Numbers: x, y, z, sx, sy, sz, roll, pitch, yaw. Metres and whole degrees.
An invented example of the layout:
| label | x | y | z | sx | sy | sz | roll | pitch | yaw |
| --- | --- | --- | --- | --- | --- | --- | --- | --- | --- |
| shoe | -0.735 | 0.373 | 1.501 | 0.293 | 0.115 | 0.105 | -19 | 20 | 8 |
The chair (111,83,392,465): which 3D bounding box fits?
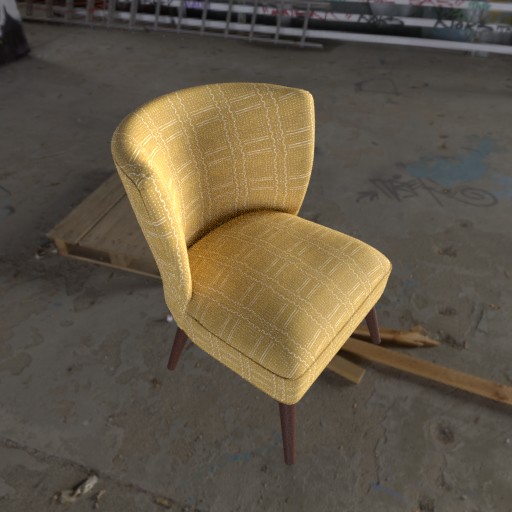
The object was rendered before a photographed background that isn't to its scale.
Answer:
| label | x | y | z | sx | sy | sz | roll | pitch | yaw |
| --- | --- | --- | --- | --- | --- | --- | --- | --- | --- |
| chair | 0.000 | 0.000 | 1.416 | 0.758 | 0.866 | 0.706 | 27 | 47 | 28 |
